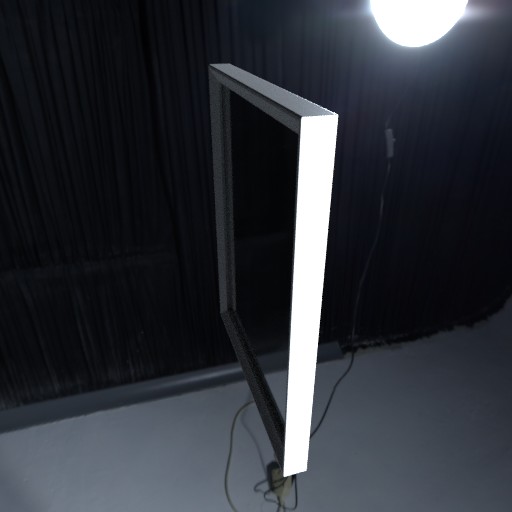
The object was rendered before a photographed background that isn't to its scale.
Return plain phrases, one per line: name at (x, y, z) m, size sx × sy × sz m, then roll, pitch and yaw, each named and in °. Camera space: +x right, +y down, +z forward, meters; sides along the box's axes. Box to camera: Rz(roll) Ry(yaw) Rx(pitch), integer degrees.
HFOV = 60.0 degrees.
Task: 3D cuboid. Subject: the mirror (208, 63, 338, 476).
mirror at (0.000, 0.000, 0.689) m, size 0.041 × 0.509 × 0.406 m, roll -9°, pitch 31°, yaw -15°
